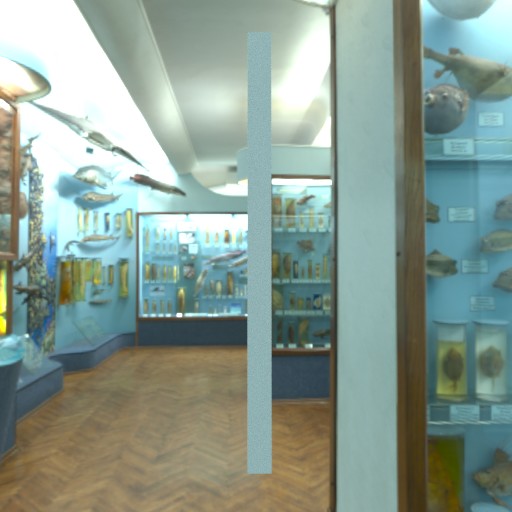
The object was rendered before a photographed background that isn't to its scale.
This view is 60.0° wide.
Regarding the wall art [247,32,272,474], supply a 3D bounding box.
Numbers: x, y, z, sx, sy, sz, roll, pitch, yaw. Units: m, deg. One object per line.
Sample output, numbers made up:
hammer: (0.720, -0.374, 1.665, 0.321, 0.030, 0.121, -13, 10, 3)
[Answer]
wall art: (0.000, 0.000, 1.151, 0.041, 0.765, 0.768, 0, -2, -1)
